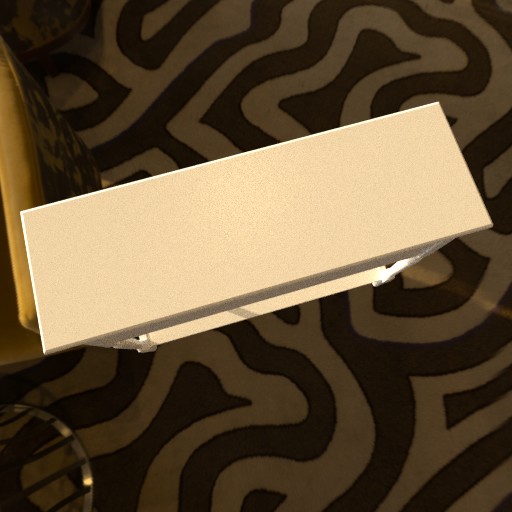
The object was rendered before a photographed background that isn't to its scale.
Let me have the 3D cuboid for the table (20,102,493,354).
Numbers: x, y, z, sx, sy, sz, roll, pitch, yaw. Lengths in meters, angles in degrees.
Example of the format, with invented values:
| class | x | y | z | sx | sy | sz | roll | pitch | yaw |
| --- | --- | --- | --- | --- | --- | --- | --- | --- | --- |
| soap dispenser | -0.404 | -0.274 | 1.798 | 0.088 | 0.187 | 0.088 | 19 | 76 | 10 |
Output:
| class | x | y | z | sx | sy | sz | roll | pitch | yaw |
| --- | --- | --- | --- | --- | --- | --- | --- | --- | --- |
| table | 0.000 | 0.000 | 1.558 | 1.191 | 0.814 | 0.386 | -16 | 76 | -4 |
